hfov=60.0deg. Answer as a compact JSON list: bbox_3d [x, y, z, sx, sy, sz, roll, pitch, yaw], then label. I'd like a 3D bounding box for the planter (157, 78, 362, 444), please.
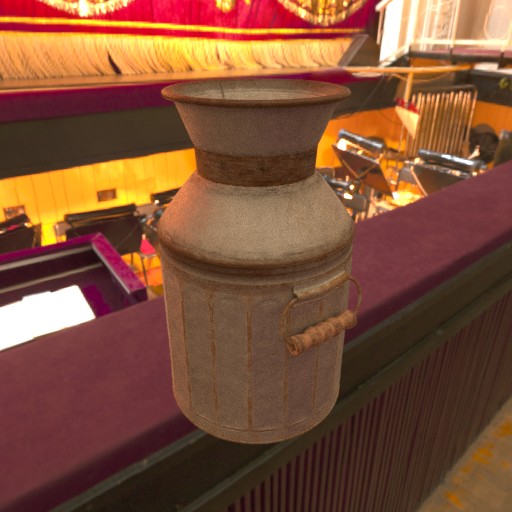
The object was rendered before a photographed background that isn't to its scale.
[{"bbox_3d":[0.000,0.000,0.500,0.215,0.358,0.248,-19,33,-32],"label":"planter"}]
